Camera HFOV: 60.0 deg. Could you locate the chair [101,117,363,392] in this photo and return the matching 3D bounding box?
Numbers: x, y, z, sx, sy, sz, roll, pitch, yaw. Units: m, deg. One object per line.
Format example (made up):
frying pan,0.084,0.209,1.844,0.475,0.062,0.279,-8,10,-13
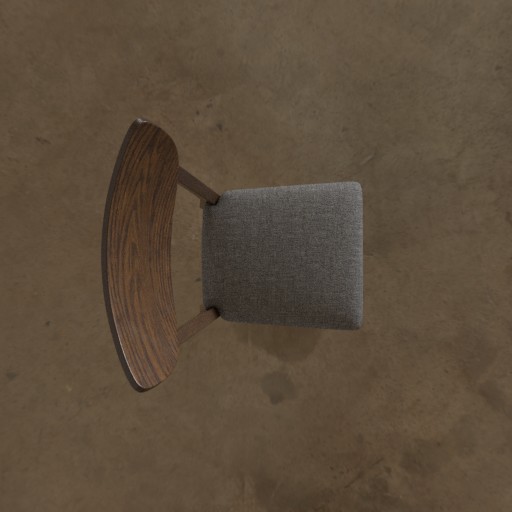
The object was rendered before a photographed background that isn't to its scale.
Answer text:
chair,0.000,0.000,1.201,0.583,0.849,0.491,0,90,-1
